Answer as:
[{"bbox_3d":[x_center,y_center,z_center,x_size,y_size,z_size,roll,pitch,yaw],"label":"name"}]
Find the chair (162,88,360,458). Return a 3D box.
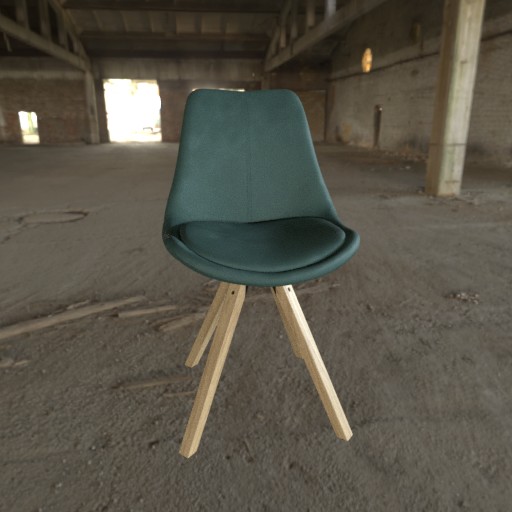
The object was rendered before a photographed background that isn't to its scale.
[{"bbox_3d":[0.000,0.000,1.180,0.483,0.865,0.547,-3,17,-8],"label":"chair"}]
